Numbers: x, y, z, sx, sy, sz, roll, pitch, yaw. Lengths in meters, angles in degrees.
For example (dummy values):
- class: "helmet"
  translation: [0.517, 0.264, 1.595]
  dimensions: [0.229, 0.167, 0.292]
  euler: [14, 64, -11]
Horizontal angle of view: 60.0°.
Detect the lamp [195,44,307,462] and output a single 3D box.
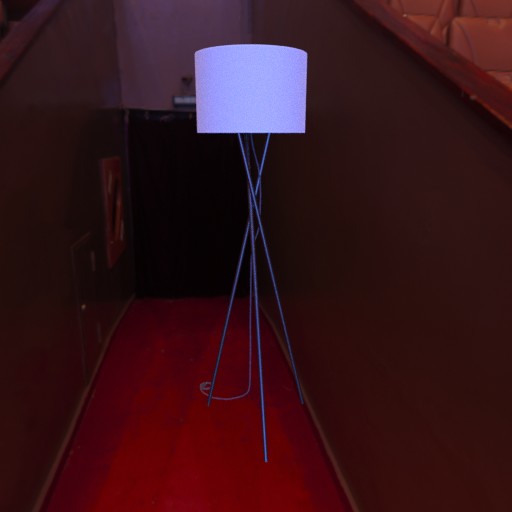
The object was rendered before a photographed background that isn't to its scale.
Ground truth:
- class: "lamp"
  translation: [0.000, 0.000, 1.962]
  dimensions: [0.522, 1.624, 0.667]
  euler: [-3, 16, -9]
